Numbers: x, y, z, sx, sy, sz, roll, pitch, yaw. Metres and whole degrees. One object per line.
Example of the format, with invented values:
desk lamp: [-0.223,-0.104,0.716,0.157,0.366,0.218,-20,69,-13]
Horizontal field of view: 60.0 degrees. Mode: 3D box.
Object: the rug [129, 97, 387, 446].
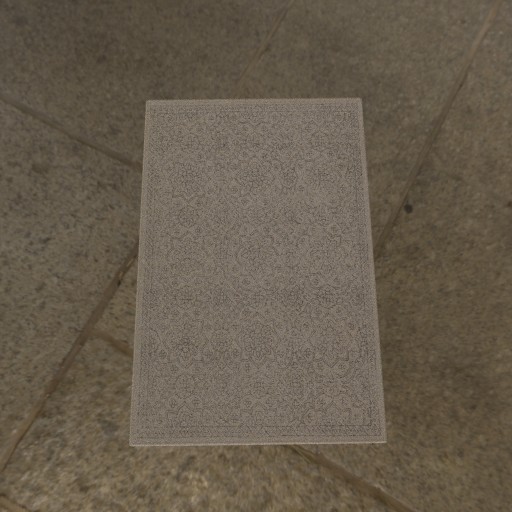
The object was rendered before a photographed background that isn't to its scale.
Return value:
rug: [0.000,0.000,2.877,1.524,0.011,2.286,-1,77,0]
